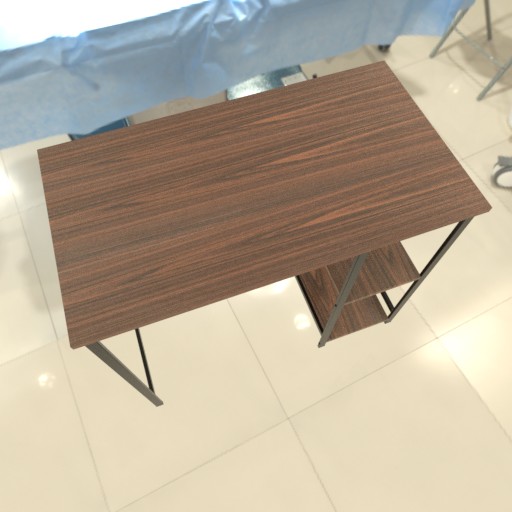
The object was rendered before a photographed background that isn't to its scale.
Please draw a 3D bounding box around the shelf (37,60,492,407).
[{"bbox_3d":[0.000,0.000,1.322,0.902,0.750,0.498,-18,64,-9],"label":"shelf"}]
